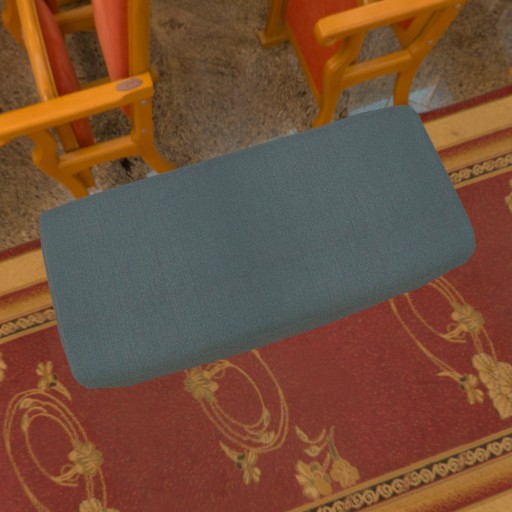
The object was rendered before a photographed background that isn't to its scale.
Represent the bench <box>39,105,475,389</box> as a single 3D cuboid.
[{"bbox_3d":[0.000,0.000,1.252,0.995,0.474,0.476,-18,75,-5],"label":"bench"}]
